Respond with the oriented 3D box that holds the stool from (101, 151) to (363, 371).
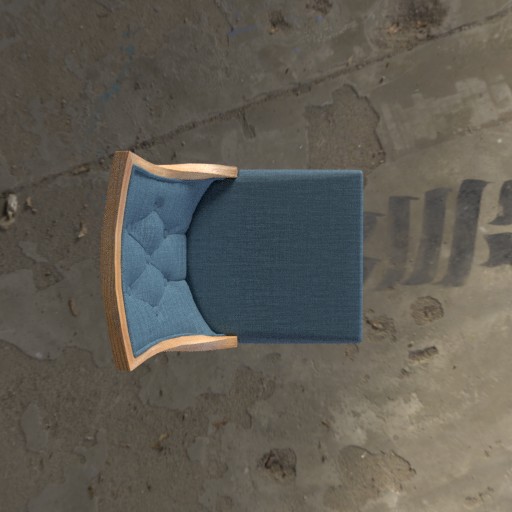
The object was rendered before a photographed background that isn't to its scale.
[{"bbox_3d":[0.000,0.000,1.426,0.626,1.101,0.524,0,91,-1],"label":"stool"}]
